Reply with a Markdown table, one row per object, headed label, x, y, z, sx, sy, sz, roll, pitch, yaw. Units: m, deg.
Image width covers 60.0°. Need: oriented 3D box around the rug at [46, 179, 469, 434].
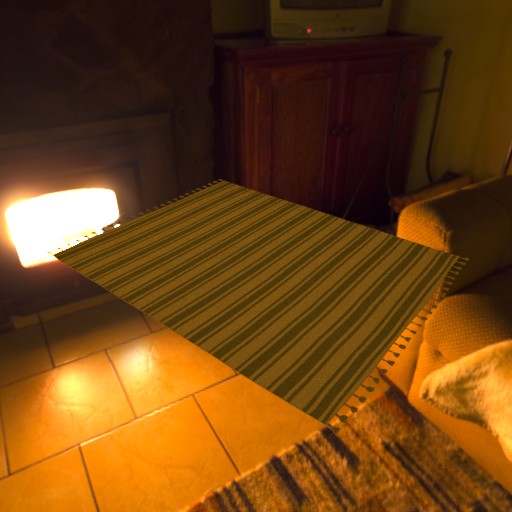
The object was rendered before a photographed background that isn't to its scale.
| label | x | y | z | sx | sy | sz | roll | pitch | yaw |
| --- | --- | --- | --- | --- | --- | --- | --- | --- | --- |
| rug | 0.000 | 0.000 | 4.161 | 3.201 | 0.005 | 2.439 | 23 | 38 | 33 |
